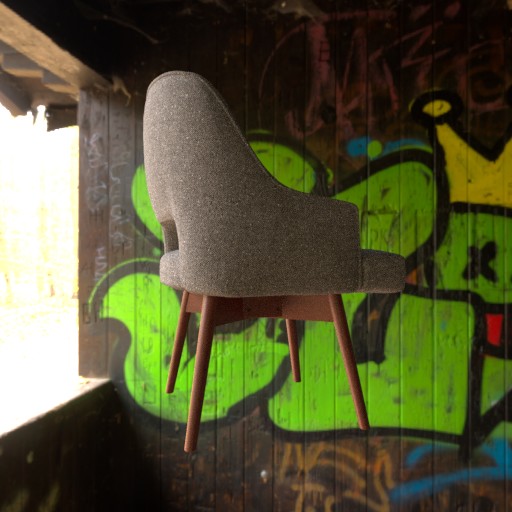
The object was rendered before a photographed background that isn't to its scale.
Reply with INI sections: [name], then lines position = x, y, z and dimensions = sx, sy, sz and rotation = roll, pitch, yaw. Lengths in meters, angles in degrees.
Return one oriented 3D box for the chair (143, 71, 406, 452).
[chair]
position = 0.000, 0.000, 1.276
dimensions = 0.629, 0.875, 0.608
rotation = 0, -1, -17
